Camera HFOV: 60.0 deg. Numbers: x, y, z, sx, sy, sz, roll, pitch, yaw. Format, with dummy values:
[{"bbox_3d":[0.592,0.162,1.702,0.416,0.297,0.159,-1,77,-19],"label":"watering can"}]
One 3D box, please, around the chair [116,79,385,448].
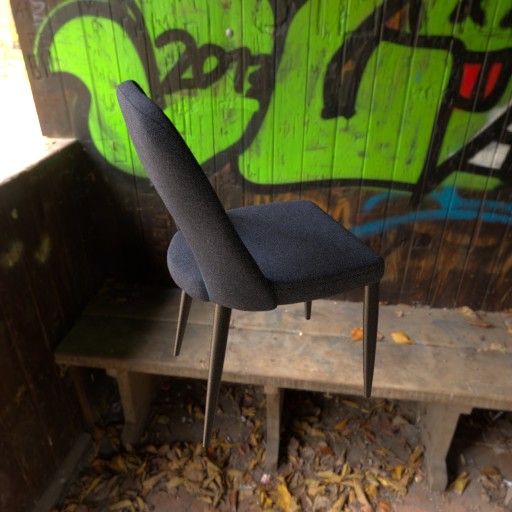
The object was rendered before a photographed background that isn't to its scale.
[{"bbox_3d":[0.000,0.000,1.237,0.612,0.931,0.470,-11,32,-18],"label":"chair"}]
